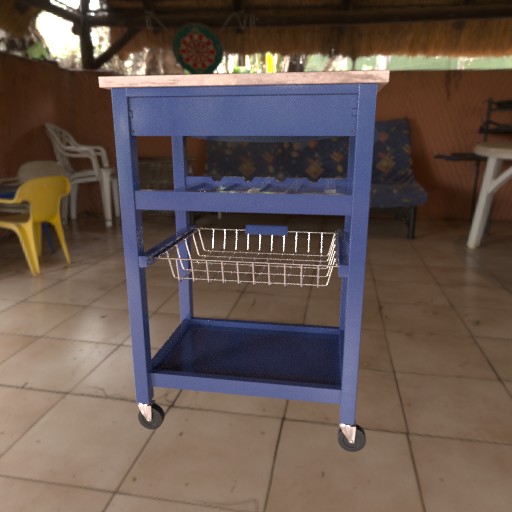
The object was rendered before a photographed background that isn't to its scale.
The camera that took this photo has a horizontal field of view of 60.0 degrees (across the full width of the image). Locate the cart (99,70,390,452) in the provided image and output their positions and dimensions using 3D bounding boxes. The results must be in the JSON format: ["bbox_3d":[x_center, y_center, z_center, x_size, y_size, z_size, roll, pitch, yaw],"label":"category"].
[{"bbox_3d":[0.000,0.000,1.158,0.584,0.839,0.403,3,15,9],"label":"cart"}]
